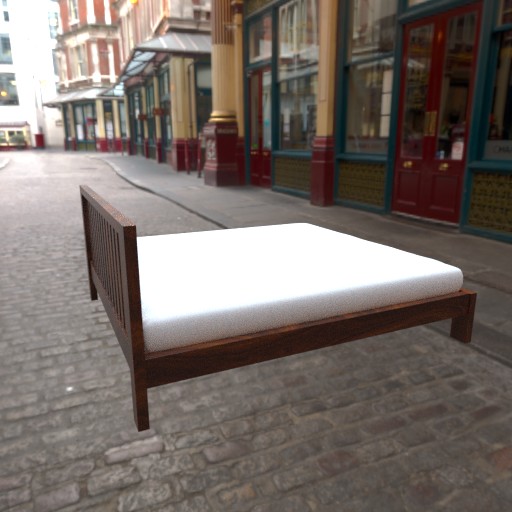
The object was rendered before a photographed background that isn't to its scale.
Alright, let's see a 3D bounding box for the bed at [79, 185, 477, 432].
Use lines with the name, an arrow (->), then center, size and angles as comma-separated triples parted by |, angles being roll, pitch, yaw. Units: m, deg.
bed -> 0.000, 0.000, 3.037 | 2.030, 0.890, 1.905 | -7, 16, -25
